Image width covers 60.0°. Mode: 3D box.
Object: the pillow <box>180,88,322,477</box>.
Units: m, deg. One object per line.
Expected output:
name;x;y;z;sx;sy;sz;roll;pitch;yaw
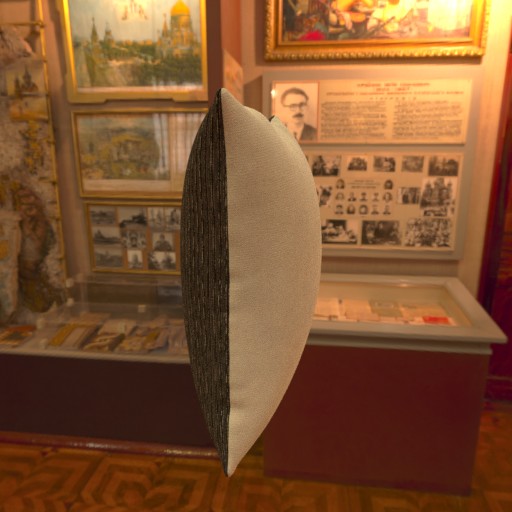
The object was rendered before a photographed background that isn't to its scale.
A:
pillow;0.000;0.000;0.673;0.196;0.434;0.433;2;14;9
